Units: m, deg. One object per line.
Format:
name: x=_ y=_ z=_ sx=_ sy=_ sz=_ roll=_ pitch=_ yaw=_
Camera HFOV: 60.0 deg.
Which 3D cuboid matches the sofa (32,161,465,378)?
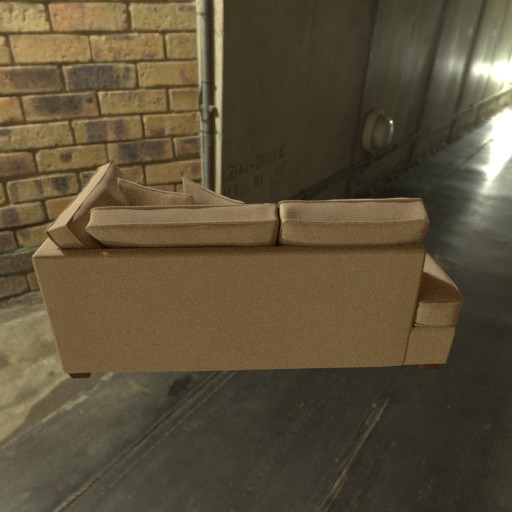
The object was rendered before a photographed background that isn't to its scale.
sofa: x=0.000 y=0.000 z=2.802 sx=2.237 sy=1.033 sz=1.110 roll=-1 pitch=29 yaw=-2
